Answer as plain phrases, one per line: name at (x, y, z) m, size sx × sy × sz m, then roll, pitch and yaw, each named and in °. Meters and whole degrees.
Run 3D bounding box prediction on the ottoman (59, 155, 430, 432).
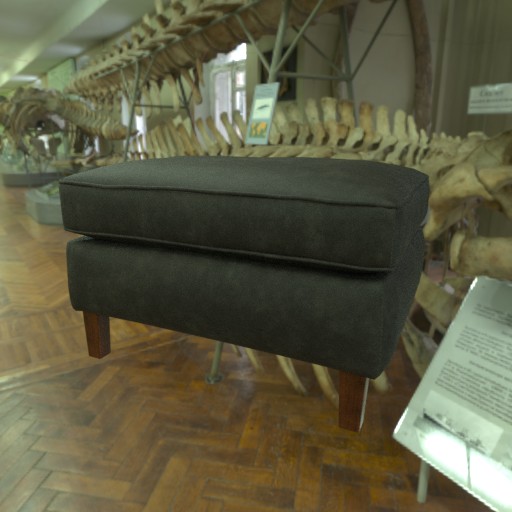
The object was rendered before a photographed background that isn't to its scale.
ottoman at (0.000, 0.000, 0.969) m, size 0.665 × 0.413 × 0.501 m, roll 8°, pitch 18°, yaw 25°
